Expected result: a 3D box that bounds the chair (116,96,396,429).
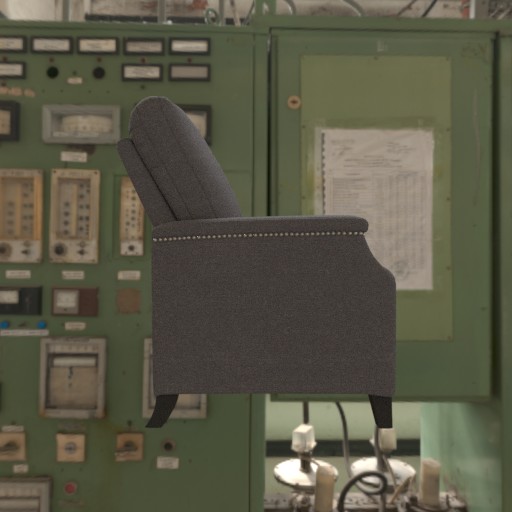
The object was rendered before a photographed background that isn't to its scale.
[{"bbox_3d":[0.000,0.000,1.687,0.922,1.049,0.710,0,0,0],"label":"chair"}]
